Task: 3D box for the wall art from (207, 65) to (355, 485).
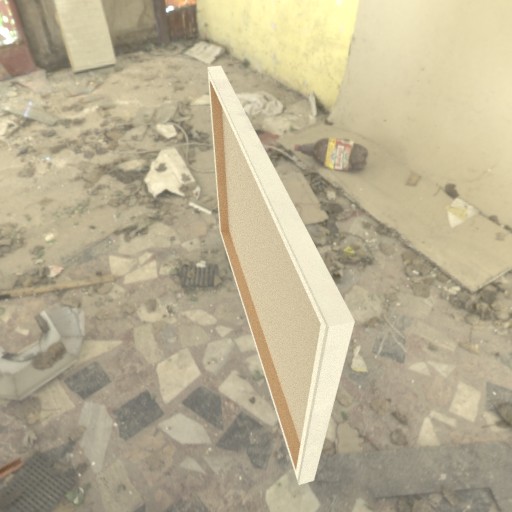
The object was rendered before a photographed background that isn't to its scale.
[{"bbox_3d":[0.000,0.000,1.132,0.038,0.610,0.915,-10,46,-10],"label":"wall art"}]
